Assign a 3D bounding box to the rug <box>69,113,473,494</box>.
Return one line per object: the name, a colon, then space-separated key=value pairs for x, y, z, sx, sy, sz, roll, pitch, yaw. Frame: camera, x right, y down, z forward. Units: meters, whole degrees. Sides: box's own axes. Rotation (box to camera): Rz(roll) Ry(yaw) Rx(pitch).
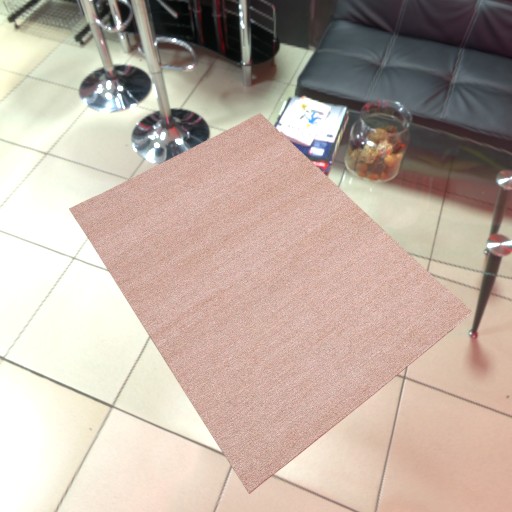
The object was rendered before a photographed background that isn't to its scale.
rug: x=0.000 y=0.000 z=4.216 sx=2.434 sy=0.045 sz=3.202 roll=-31 pitch=63 yaw=-18
